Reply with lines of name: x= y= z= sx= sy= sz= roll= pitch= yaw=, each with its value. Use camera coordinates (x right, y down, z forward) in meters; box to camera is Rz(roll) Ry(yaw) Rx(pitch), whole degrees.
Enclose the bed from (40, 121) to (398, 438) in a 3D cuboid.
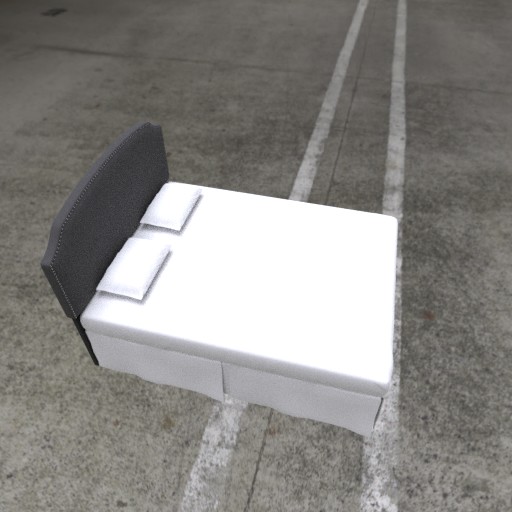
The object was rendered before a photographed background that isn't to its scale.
bed: x=0.000 y=0.000 z=3.016 sx=1.999 sy=1.270 sz=1.558 roll=10 pitch=47 yaw=10
